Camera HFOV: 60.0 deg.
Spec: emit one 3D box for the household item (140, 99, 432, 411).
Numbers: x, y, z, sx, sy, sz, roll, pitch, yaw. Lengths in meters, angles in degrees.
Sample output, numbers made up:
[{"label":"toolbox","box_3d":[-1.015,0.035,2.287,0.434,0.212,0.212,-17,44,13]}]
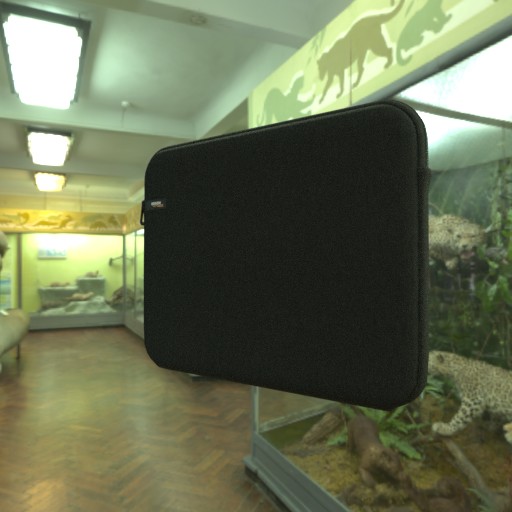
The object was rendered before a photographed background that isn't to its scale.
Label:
[{"label":"household item","box_3d":[0.000,0.000,0.525,0.396,0.305,0.030,-1,-1,35]}]
